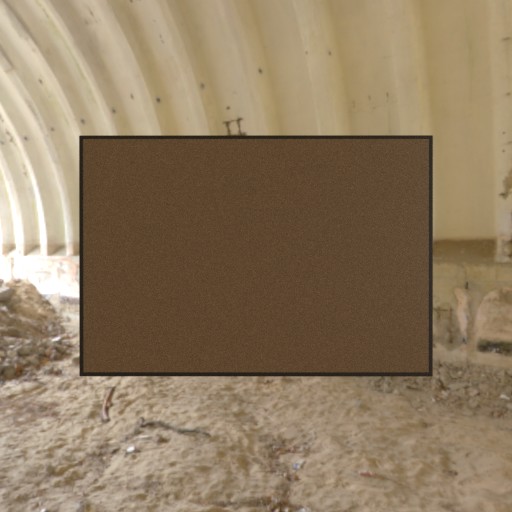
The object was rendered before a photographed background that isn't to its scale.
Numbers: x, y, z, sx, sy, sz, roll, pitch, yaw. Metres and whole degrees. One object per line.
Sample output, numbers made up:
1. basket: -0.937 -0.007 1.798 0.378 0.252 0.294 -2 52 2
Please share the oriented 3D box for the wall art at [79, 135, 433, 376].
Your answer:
1. wall art: 0.000 0.000 1.204 0.939 0.640 0.058 0 0 0
